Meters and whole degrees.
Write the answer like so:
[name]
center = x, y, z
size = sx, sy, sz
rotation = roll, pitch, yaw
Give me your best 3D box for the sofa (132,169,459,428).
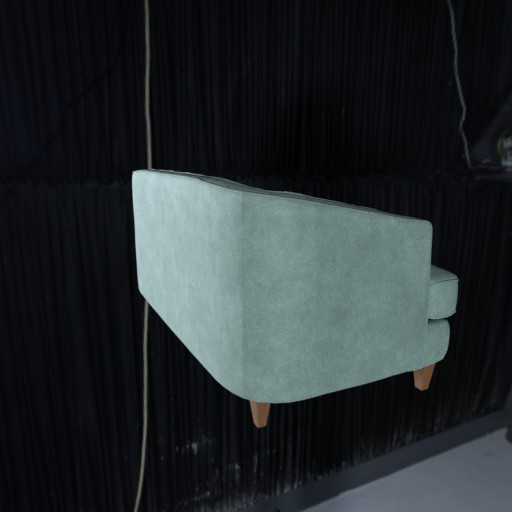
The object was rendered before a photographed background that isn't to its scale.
[sofa]
center = 0.000, 0.000, 2.241
size = 0.941, 0.855, 1.733
rotation = -7, 15, -27
